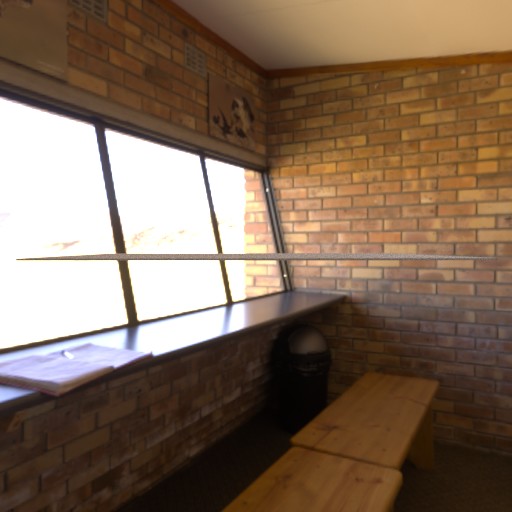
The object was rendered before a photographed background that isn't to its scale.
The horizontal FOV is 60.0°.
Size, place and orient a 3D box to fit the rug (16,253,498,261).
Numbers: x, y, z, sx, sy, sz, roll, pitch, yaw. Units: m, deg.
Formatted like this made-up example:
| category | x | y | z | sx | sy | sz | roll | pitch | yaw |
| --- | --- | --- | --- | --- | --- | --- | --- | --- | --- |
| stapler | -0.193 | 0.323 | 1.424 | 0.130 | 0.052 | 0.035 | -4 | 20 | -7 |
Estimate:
| category | x | y | z | sx | sy | sz | roll | pitch | yaw |
| --- | --- | --- | --- | --- | --- | --- | --- | --- | --- |
| rug | 0.000 | 0.000 | 2.173 | 1.753 | 0.008 | 1.143 | 0 | 1 | -2 |
